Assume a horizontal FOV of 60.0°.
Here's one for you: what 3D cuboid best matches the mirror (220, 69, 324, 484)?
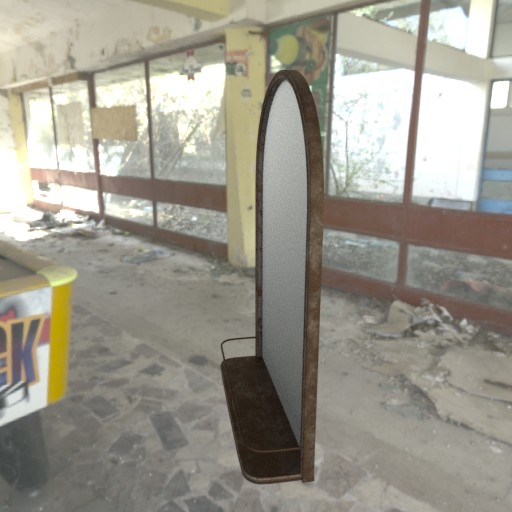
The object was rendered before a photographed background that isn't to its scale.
[{"bbox_3d":[0.000,0.000,0.986,0.137,0.770,0.510,-2,14,-10],"label":"mirror"}]
